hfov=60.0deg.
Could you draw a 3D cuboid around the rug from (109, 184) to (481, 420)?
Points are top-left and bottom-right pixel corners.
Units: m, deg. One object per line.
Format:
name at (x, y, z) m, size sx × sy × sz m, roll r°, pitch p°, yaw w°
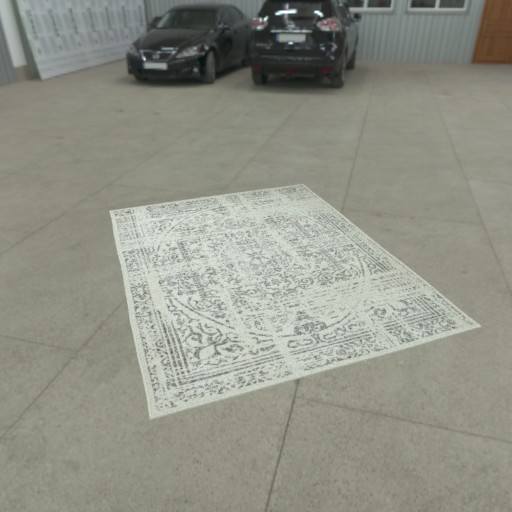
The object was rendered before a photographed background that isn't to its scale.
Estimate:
rug at (0.000, 0.000, 3.937) m, size 2.311 × 0.032 × 2.921 m, roll -10°, pitch 32°, yaw -17°
